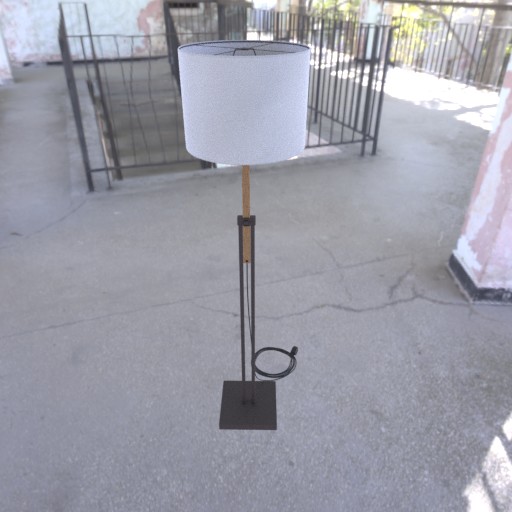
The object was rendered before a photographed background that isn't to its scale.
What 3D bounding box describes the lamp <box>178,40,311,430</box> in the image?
[{"bbox_3d":[0.000,0.000,1.893,0.474,1.650,0.639,0,32,1],"label":"lamp"}]
